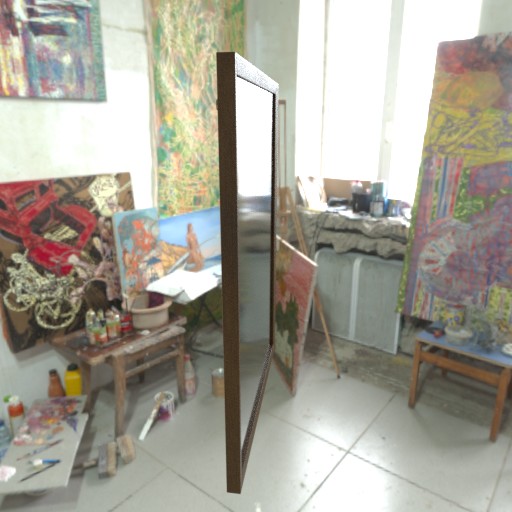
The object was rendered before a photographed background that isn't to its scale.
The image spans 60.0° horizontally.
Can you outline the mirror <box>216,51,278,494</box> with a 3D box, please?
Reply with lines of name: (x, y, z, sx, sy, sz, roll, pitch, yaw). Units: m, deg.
mirror: (0.000, 0.000, 1.325, 0.040, 1.016, 0.762, 3, 17, 8)
